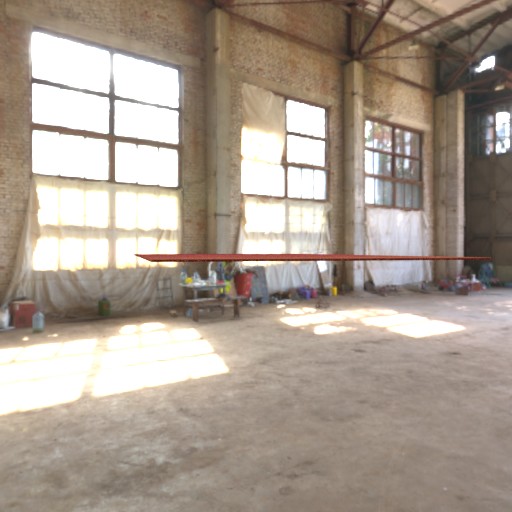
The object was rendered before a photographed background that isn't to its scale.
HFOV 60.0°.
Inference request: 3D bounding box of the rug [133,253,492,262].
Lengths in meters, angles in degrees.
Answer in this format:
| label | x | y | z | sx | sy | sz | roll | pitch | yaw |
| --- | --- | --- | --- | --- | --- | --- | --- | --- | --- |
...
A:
| label | x | y | z | sx | sy | sz | roll | pitch | yaw |
| --- | --- | --- | --- | --- | --- | --- | --- | --- | --- |
| rug | 0.000 | 0.000 | 2.979 | 1.531 | 0.010 | 2.442 | 0 | 1 | -17 |
